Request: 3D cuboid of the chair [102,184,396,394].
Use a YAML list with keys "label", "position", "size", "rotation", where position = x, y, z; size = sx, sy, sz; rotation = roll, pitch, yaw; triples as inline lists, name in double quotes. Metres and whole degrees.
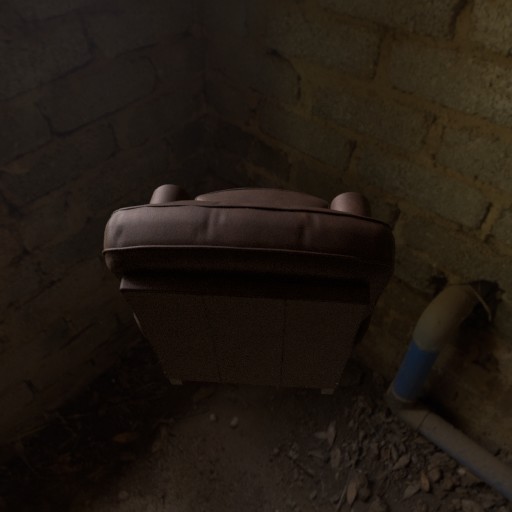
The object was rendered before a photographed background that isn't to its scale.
- label: "chair"
  position: [0.000, 0.000, 1.770]
  size: [0.936, 1.018, 0.986]
  rotation: [3, 45, 3]
